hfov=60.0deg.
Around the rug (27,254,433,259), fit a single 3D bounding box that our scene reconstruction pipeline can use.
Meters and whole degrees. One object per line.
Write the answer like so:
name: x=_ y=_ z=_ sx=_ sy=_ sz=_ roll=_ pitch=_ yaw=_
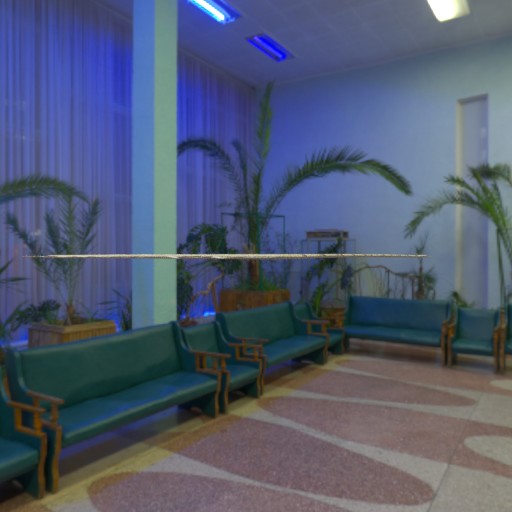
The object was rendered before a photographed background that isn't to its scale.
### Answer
rug: x=0.000 y=0.000 z=4.204 sx=2.388 sy=0.030 sz=3.213 roll=0 pitch=0 yaw=37
